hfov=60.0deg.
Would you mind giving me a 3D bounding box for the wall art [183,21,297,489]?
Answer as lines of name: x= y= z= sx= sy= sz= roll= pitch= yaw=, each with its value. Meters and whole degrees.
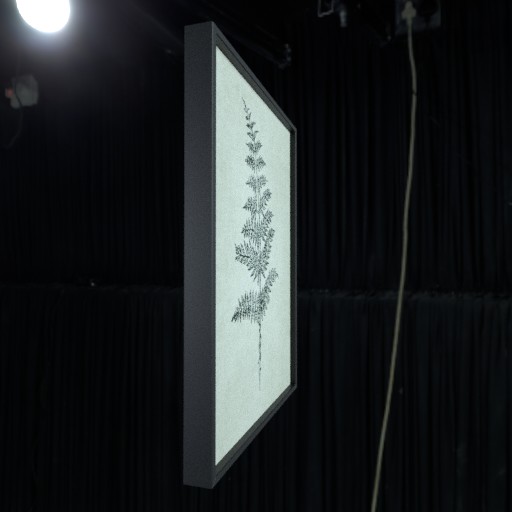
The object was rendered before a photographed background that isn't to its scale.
wall art: x=0.000 y=0.000 z=0.744 sx=0.039 sy=0.555 sz=0.449 roll=0 pitch=-1 yaw=18
